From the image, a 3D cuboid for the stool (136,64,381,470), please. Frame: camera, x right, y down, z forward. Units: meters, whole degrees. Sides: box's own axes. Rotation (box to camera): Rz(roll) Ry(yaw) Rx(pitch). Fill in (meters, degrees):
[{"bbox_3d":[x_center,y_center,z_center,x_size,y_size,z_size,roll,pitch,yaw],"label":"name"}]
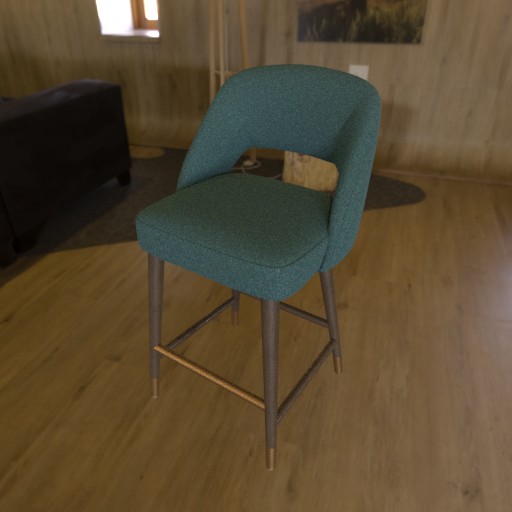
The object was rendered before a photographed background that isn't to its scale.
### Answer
[{"bbox_3d":[0.000,0.000,1.240,0.536,0.939,0.522,19,36,29],"label":"stool"}]
